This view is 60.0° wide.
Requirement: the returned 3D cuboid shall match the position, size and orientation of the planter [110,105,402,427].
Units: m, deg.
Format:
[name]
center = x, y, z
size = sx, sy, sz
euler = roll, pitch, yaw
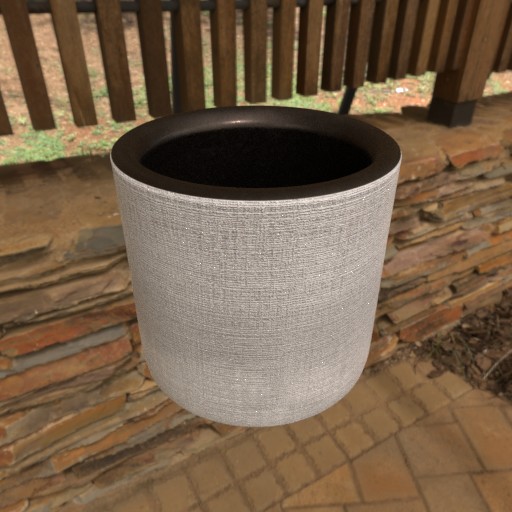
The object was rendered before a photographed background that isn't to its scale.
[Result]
[planter]
center = 0.000, 0.000, 0.288
size = 0.160, 0.156, 0.160
euler = 0, 32, 0
